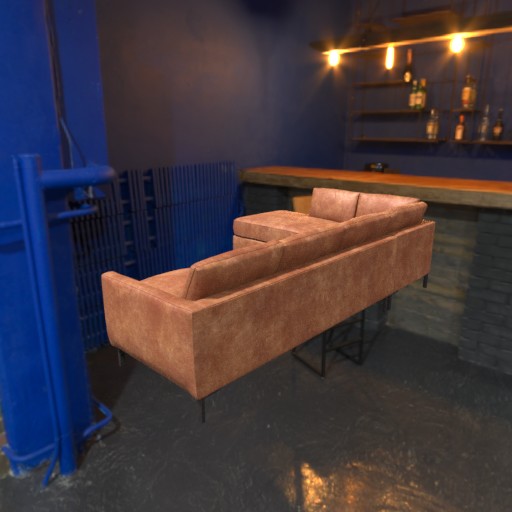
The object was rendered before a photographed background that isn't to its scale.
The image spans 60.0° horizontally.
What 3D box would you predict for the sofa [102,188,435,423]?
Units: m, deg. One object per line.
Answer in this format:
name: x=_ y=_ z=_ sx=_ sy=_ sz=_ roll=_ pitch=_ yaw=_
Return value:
sofa: x=0.000 y=0.000 z=3.848 sx=1.938 sy=0.877 sz=2.984 roll=15 pitch=21 yaw=41
